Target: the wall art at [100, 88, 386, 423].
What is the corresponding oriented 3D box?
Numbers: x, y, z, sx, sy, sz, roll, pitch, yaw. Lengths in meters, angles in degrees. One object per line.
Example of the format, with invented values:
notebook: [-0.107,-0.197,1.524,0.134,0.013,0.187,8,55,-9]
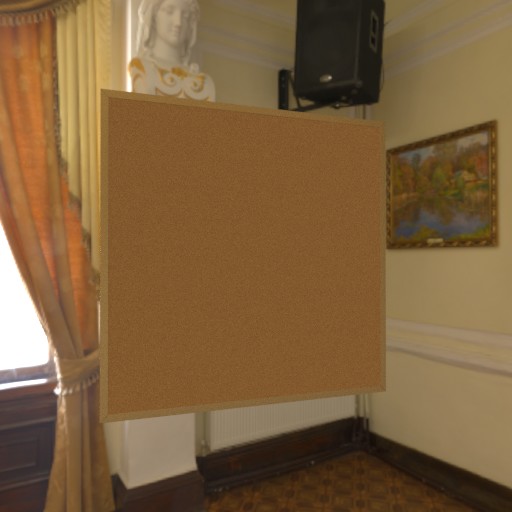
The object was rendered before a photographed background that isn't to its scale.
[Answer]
wall art: [0.000,0.000,1.149,0.762,0.762,0.038,0,0,-19]
